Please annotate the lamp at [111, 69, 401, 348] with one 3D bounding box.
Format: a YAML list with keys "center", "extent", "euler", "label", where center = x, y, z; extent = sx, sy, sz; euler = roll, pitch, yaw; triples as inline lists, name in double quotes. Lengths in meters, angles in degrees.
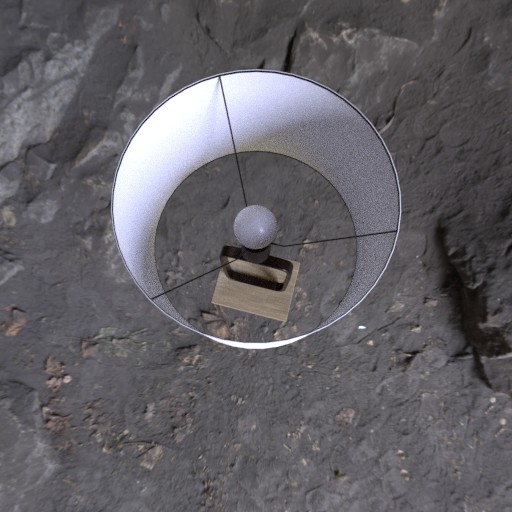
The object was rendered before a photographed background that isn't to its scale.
- center: [0.000, 0.000, 0.673]
  extent: [0.279, 0.508, 0.279]
  euler: [14, 77, 3]
  label: "lamp"
